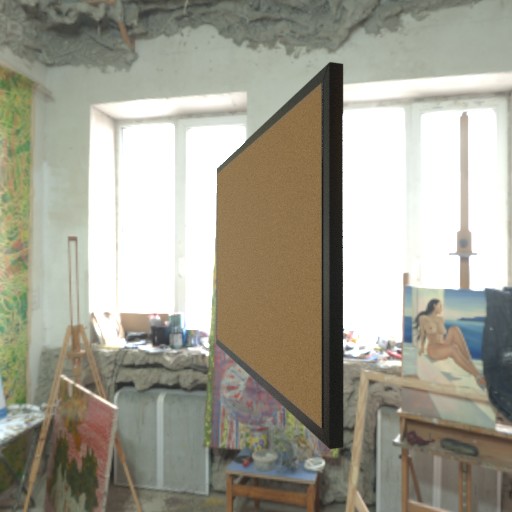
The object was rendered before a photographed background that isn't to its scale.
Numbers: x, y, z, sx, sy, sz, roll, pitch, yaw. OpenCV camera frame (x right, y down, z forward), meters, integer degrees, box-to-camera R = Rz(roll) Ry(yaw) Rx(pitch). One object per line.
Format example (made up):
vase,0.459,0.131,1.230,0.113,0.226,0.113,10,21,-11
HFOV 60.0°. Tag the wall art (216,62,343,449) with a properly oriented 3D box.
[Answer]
wall art,0.000,0.000,0.562,0.013,0.306,0.440,0,0,-17
